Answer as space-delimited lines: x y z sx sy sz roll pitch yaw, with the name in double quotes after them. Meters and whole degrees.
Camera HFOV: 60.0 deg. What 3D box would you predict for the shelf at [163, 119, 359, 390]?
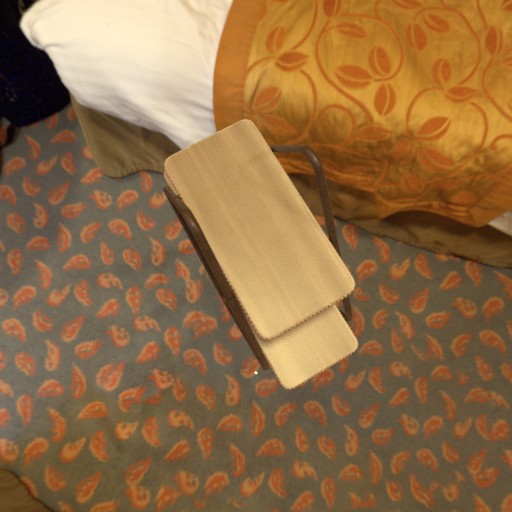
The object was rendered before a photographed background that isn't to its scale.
0.000 0.000 1.054 0.234 0.774 0.609 -29 77 -7 "shelf"
